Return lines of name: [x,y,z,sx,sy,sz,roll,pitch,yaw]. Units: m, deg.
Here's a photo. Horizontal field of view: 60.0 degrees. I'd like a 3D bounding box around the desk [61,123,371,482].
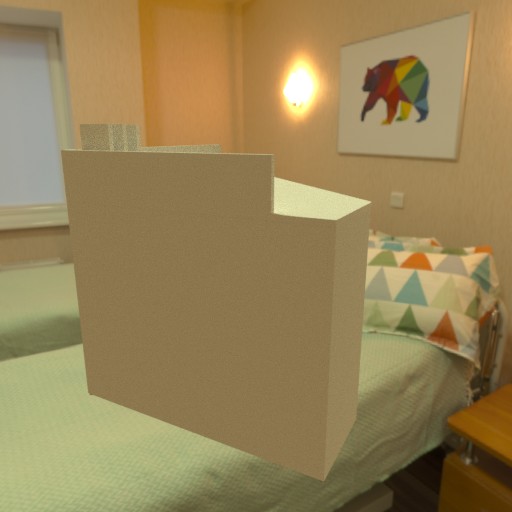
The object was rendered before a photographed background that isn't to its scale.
desk: [0.000,0.000,1.737,0.940,0.986,0.940,8,17,27]
